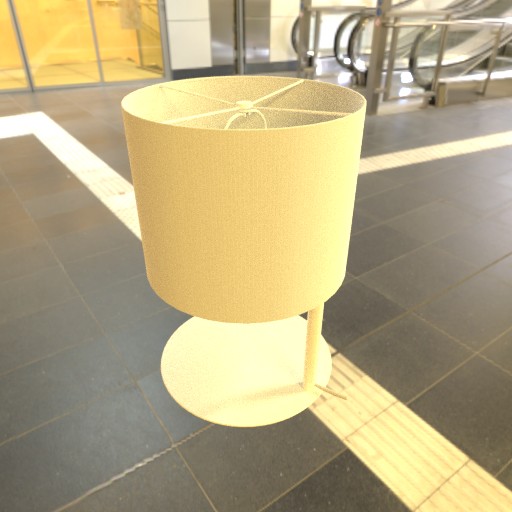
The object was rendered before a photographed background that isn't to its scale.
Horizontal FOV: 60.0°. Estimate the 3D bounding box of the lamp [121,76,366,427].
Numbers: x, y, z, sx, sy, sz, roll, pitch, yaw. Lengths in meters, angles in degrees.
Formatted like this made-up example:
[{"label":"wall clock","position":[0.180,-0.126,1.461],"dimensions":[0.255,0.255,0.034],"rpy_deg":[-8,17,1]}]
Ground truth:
[{"label":"lamp","position":[0.000,0.000,0.663],"dimensions":[0.341,0.454,0.299],"rpy_deg":[20,37,29]}]
